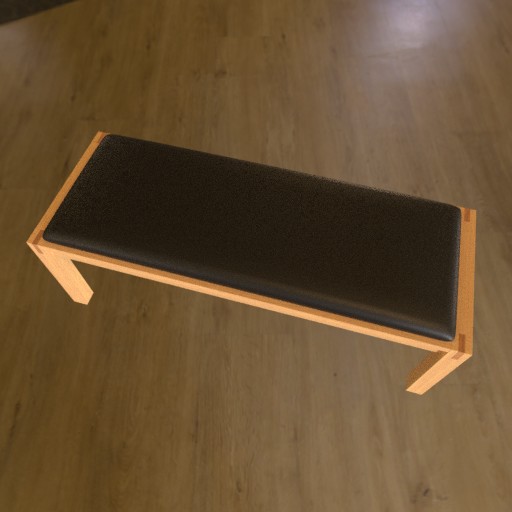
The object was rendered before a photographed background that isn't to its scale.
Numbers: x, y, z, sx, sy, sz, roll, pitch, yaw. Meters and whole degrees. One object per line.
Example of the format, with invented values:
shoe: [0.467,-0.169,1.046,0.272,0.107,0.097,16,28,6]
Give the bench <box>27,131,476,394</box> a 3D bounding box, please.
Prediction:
bench: [0.000,0.000,1.400,1.202,0.430,0.450,13,60,8]
